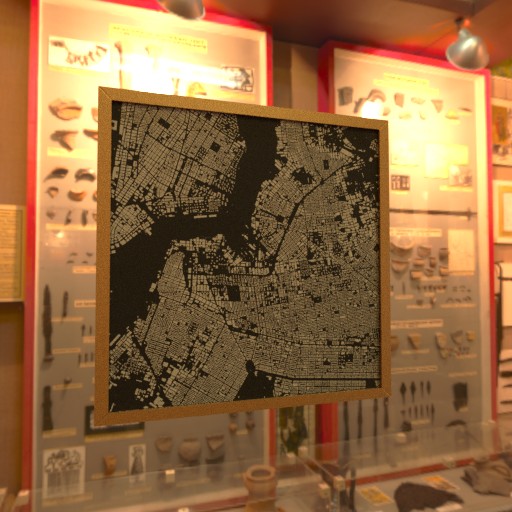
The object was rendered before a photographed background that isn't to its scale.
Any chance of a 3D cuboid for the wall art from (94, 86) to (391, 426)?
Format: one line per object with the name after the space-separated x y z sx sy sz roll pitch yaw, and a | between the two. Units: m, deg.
0.000 0.000 2.843 1.926 1.926 0.099 1 -2 -18 | wall art
